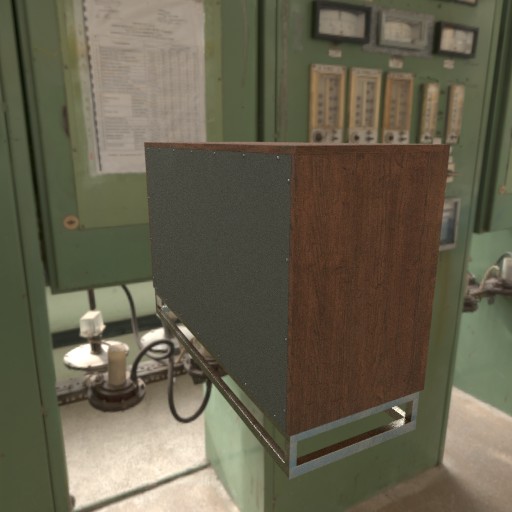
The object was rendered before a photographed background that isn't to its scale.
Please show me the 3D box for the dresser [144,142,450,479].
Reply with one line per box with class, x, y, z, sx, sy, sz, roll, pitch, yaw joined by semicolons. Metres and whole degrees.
dresser;0.000;0.000;2.145;0.623;1.061;1.646;-8;17;-26
